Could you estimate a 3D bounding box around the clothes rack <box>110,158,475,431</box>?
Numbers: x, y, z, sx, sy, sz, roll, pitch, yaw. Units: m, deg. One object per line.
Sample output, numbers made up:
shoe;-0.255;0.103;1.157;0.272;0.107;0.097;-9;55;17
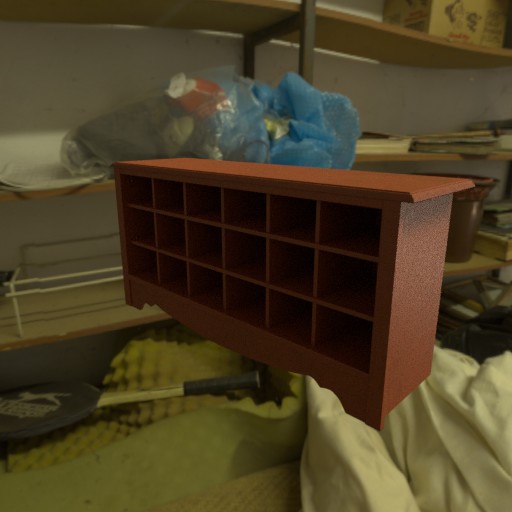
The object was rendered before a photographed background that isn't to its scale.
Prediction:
clothes rack;0.000;0.000;1.536;1.251;0.594;0.362;15;22;42
